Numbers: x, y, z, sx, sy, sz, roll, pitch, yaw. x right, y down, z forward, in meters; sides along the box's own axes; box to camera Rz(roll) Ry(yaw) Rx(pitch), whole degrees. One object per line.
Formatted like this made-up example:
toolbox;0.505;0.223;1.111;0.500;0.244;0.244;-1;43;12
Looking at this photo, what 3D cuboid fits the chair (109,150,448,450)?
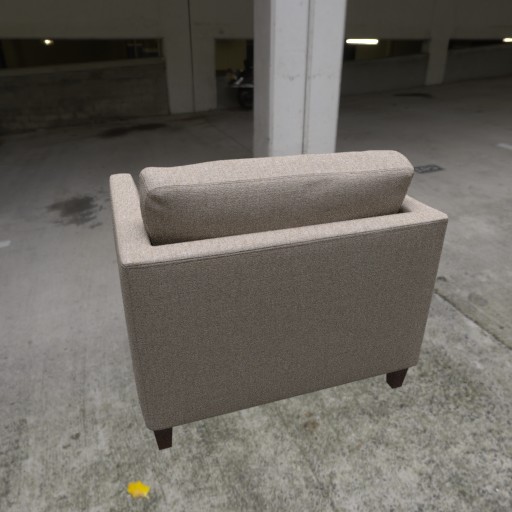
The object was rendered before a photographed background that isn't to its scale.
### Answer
chair;0.000;0.000;1.865;1.107;0.961;0.959;-8;28;-17
